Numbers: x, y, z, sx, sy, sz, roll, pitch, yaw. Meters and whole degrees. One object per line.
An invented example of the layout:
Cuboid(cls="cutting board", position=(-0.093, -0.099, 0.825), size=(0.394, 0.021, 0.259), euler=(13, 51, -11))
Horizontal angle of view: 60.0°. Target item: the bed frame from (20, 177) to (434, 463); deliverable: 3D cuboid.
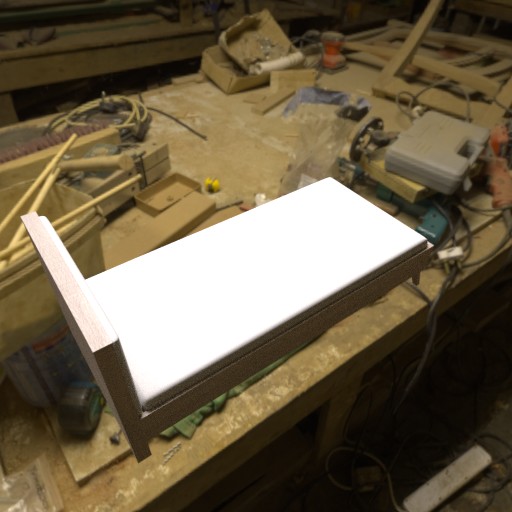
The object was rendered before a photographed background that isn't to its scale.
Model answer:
Cuboid(cls="bed frame", position=(0.000, 0.000, 2.649), size=(2.140, 0.920, 0.990), euler=(-26, 48, -26))
